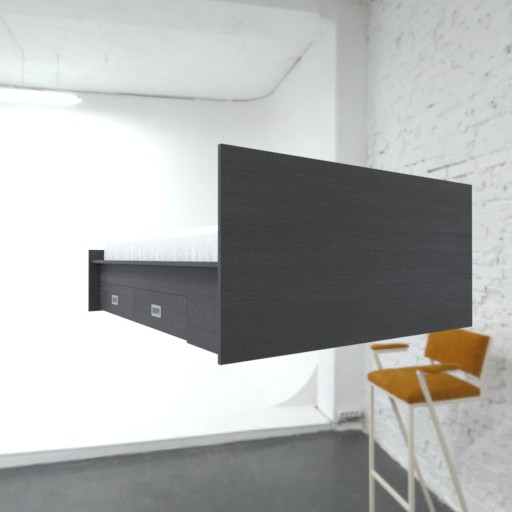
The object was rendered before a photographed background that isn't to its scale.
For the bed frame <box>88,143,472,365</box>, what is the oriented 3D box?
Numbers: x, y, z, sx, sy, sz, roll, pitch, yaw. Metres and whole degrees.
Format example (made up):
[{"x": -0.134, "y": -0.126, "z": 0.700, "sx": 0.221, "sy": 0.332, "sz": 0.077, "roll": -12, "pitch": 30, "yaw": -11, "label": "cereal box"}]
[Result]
[{"x": 0.000, "y": 0.000, "z": 2.862, "sx": 1.622, "sy": 0.800, "sz": 1.960, "roll": 0, "pitch": 0, "yaw": -34, "label": "bed frame"}]
